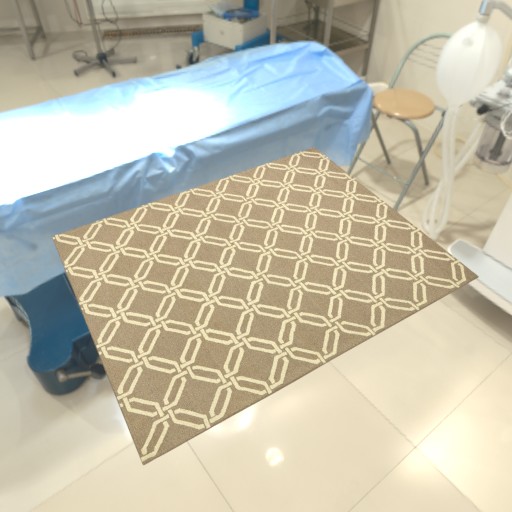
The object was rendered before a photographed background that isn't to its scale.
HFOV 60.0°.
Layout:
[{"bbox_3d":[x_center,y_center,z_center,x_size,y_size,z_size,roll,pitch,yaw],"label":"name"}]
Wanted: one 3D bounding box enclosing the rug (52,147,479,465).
[{"bbox_3d":[0.000,0.000,3.800,2.895,0.018,2.288,-23,50,-21],"label":"rug"}]
